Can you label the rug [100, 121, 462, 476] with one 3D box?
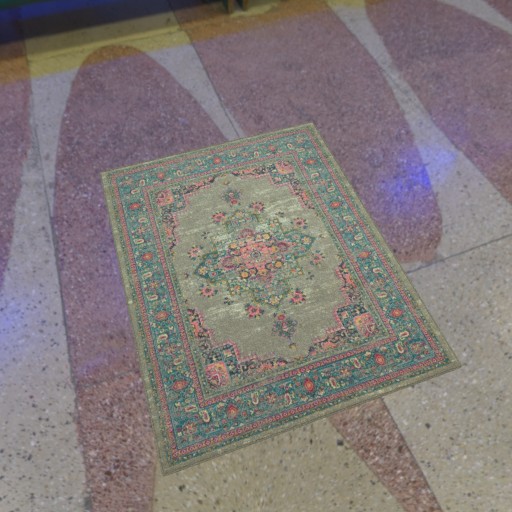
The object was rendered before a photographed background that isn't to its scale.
[{"bbox_3d":[0.000,0.000,4.096,2.434,0.013,3.057,-16,59,-10],"label":"rug"}]
